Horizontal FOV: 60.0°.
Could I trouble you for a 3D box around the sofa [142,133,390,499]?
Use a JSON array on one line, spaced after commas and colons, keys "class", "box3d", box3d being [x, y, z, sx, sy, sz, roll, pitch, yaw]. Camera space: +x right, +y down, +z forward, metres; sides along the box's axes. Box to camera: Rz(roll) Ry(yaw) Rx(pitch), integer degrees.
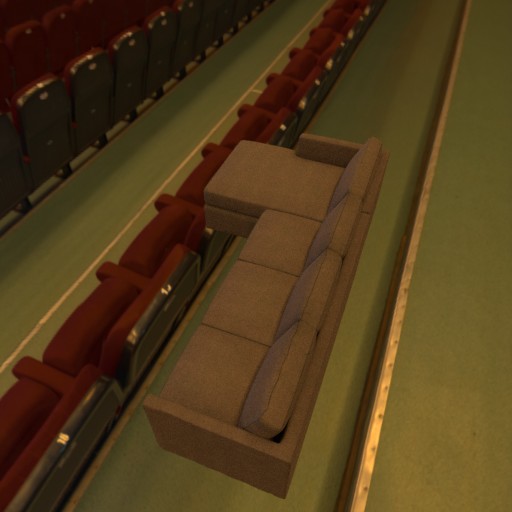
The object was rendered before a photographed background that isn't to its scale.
[{"class": "sofa", "box3d": [0.000, 0.000, 3.781, 1.650, 0.922, 3.205, 16, 49, 14]}]
